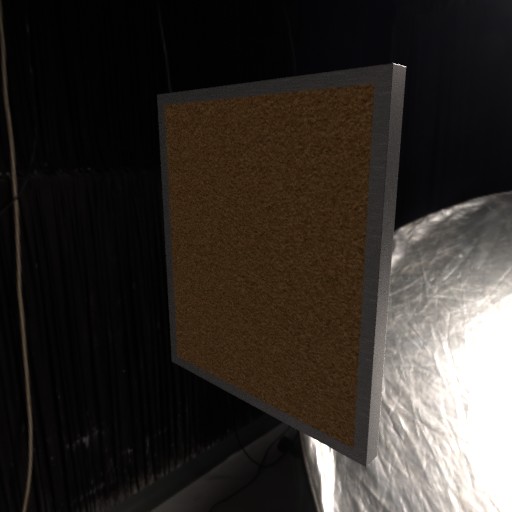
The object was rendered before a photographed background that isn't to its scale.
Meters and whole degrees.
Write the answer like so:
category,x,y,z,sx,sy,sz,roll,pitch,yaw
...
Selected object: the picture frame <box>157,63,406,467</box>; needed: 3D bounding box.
category,x,y,z,sx,sy,sz,roll,pitch,yaw
picture frame,0.000,0.000,0.518,0.327,0.378,0.027,13,19,42
